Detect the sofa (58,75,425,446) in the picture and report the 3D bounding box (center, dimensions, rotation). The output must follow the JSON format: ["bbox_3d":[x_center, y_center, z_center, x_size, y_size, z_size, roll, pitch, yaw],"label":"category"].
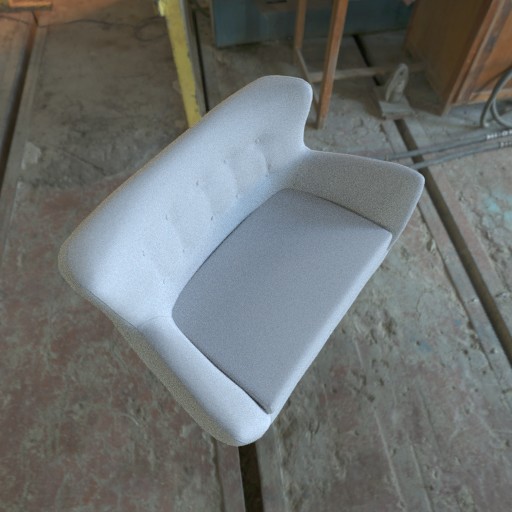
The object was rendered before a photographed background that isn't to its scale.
[{"bbox_3d":[0.000,0.000,1.970,0.921,0.878,1.424,32,62,19],"label":"sofa"}]
